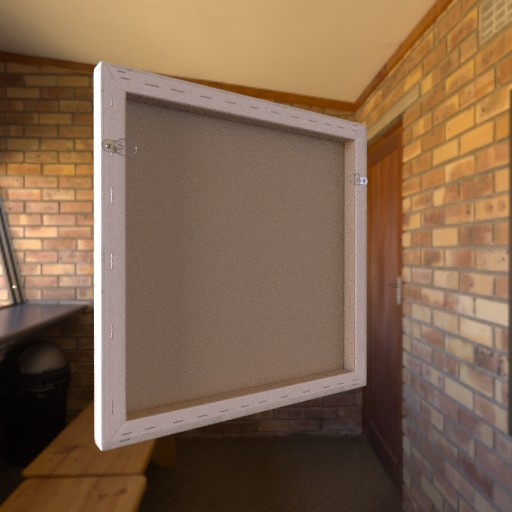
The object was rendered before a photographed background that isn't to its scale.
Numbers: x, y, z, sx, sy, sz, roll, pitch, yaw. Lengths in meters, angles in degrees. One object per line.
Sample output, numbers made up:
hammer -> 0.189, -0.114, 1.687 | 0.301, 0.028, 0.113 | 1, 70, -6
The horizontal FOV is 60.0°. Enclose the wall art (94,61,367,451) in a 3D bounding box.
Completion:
wall art -> 0.000, 0.000, 0.875 | 0.610, 0.611, 0.040 | 0, 0, -35
